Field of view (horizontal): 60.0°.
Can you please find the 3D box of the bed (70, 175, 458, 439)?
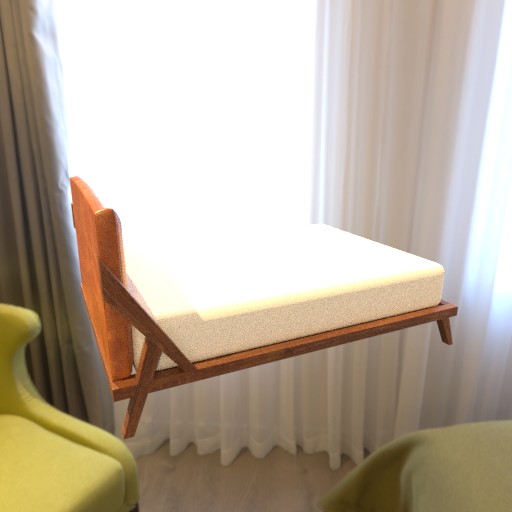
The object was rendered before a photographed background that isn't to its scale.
[{"bbox_3d":[0.000,0.000,3.215,2.311,1.168,1.651,-8,18,-25],"label":"bed"}]
